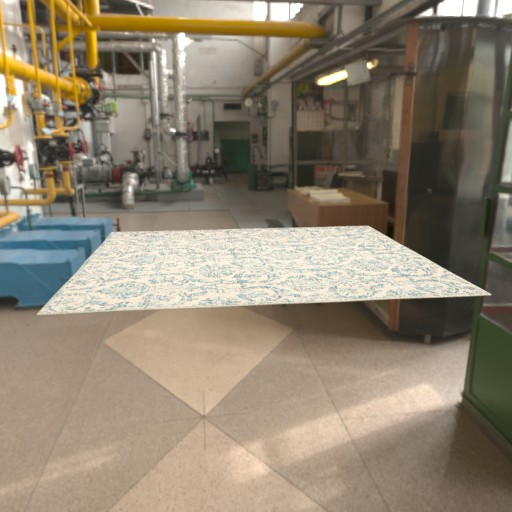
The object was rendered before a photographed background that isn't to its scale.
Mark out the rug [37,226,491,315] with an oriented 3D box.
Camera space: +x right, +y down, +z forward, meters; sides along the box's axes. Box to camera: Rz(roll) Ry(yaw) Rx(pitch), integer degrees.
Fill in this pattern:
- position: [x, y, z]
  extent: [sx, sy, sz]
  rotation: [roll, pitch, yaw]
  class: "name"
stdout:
- position: [0.000, 0.000, 4.002]
  extent: [2.980, 0.012, 2.363]
  rotation: [-2, 16, -6]
  class: "rug"
